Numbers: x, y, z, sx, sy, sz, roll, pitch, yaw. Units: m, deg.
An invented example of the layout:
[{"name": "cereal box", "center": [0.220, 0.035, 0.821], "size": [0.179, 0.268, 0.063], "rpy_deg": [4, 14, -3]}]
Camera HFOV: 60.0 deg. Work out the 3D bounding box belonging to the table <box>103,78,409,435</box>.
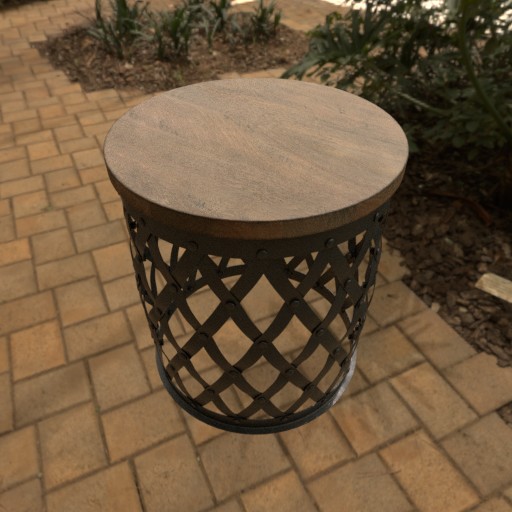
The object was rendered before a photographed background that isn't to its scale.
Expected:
[{"name": "table", "center": [0.000, 0.000, 0.755], "size": [0.405, 0.454, 0.405], "rpy_deg": [0, 42, 0]}]
